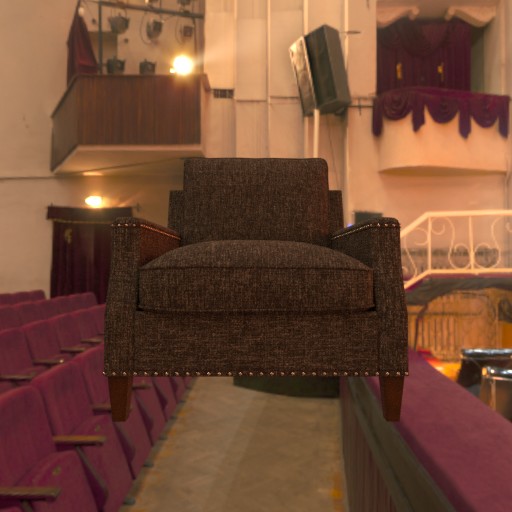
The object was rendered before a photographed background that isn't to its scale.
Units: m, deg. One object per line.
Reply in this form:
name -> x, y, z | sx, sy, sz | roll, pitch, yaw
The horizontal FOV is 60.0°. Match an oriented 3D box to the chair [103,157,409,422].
chair -> 0.000, 0.000, 1.700 | 0.853, 0.943, 1.014 | 0, -1, 0
